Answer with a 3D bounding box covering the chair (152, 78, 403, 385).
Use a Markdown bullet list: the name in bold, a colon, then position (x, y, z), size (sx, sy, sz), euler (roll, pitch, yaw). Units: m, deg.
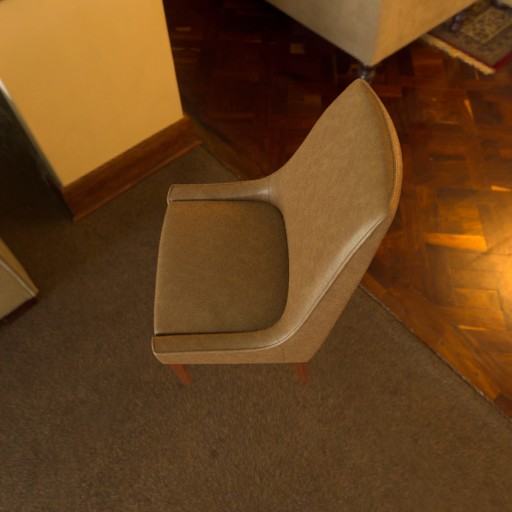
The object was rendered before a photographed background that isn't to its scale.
- **chair**: position (0.000, 0.000, 1.192), size (0.544, 0.861, 0.529), euler (-1, 60, 0)
